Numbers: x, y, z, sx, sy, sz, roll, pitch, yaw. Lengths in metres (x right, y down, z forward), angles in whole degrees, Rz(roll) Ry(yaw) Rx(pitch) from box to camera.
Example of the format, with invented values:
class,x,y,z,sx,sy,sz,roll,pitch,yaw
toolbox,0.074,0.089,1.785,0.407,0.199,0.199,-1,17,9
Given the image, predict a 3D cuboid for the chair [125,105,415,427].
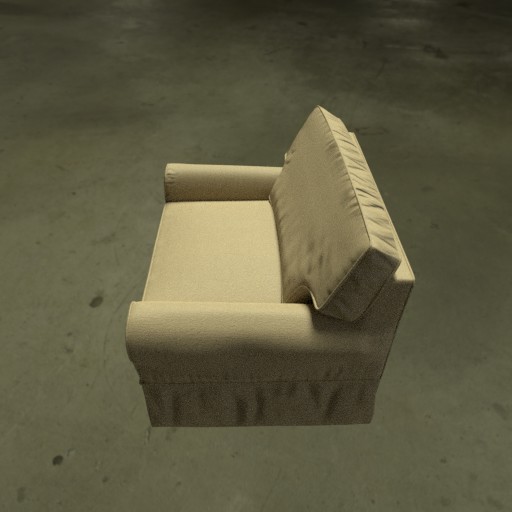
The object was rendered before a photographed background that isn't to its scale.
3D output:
class,x,y,z,sx,sy,sz,roll,pitch,yaw
chair,0.000,0.000,1.841,0.903,0.937,1.096,-1,41,-1
